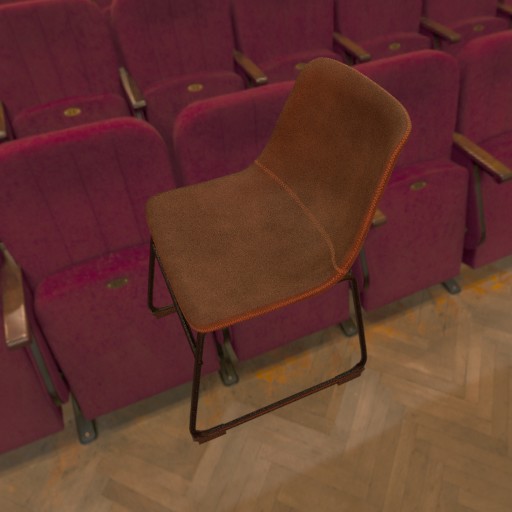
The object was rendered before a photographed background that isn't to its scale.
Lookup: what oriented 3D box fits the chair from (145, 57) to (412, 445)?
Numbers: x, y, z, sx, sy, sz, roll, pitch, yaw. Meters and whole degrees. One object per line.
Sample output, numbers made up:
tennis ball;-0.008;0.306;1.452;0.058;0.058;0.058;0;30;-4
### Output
chair;0.000;0.000;1.096;0.551;0.780;0.460;-18;49;-16
